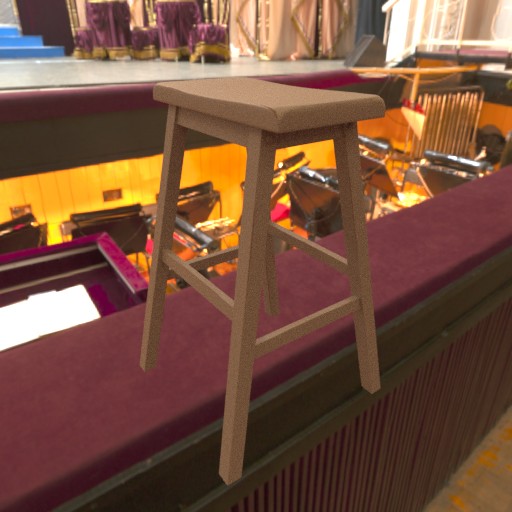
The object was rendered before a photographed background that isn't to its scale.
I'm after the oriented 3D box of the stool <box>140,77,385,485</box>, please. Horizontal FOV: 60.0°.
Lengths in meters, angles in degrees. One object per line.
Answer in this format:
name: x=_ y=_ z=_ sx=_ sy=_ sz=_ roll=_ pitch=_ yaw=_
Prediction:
stool: x=0.000 y=0.000 z=1.036 sx=0.476 sy=0.737 sz=0.457 roll=-18 pitch=32 yaw=-32
